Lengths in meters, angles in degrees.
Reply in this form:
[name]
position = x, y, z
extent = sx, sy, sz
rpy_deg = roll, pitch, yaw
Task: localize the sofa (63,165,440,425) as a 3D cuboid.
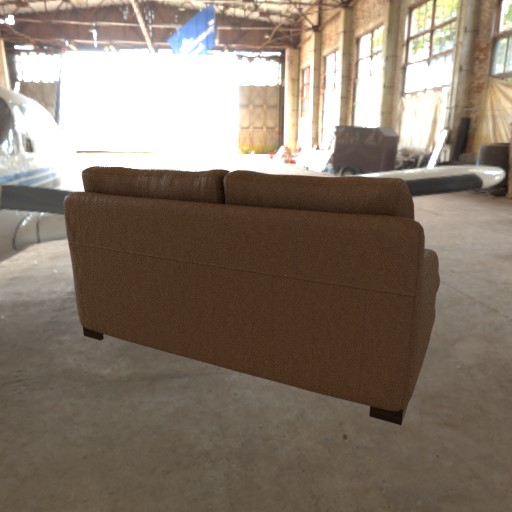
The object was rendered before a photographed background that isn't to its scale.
[sofa]
position = 0.000, 0.000, 2.440
extent = 1.855, 0.980, 0.962
rpy_deg = 8, 17, 27
